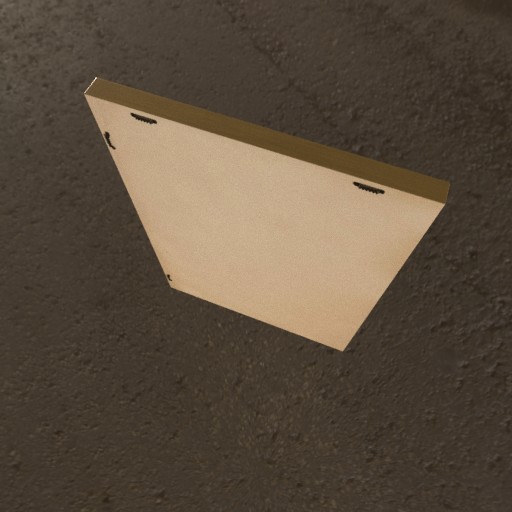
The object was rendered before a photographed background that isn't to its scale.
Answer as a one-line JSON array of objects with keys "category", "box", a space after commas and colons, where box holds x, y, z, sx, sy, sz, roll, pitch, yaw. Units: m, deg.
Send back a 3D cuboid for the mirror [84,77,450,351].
[{"category": "mirror", "box": [0.000, 0.000, 0.905, 0.507, 0.710, 0.040, 19, 65, 9]}]
